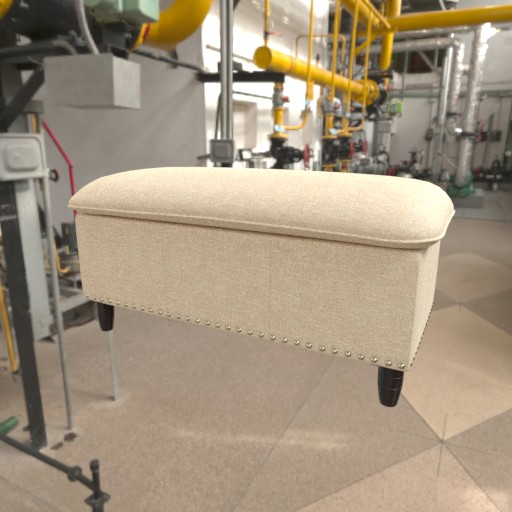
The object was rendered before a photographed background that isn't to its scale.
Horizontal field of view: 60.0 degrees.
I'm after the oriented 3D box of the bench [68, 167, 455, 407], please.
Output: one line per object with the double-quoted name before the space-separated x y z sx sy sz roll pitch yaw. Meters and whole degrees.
"bench" 0.000 0.000 1.260 0.991 0.483 0.483 8 17 26
